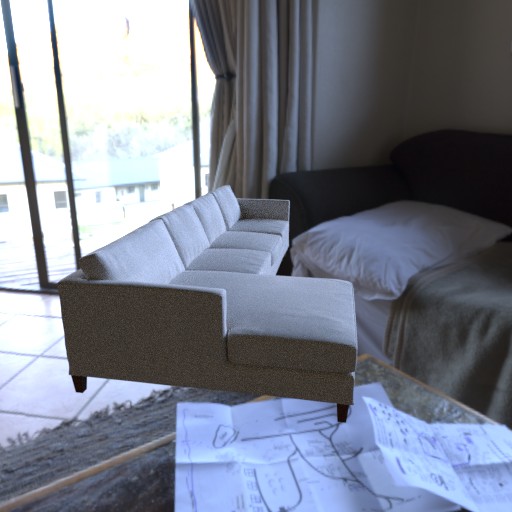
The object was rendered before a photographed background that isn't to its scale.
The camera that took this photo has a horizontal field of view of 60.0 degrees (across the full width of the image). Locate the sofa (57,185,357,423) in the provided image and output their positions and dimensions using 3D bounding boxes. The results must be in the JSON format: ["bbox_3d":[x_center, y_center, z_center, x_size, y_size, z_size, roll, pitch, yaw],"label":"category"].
[{"bbox_3d":[0.000,0.000,3.808,1.625,0.861,3.186,3,16,10],"label":"sofa"}]
